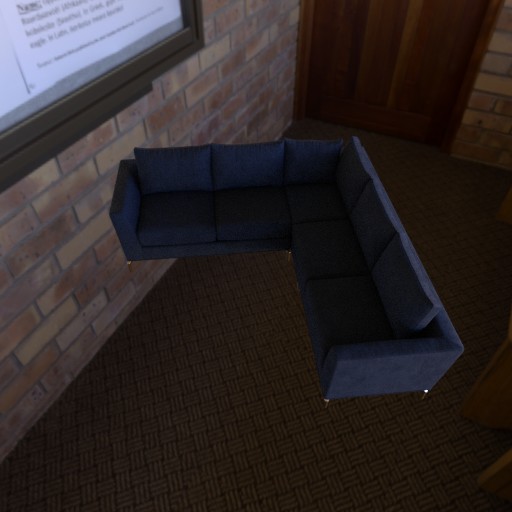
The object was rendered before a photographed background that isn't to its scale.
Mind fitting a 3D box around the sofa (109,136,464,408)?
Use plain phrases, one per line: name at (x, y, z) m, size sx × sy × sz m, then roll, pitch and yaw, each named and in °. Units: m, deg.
sofa at (0.000, 0.000, 3.807) m, size 2.472 × 0.988 × 2.463 m, roll -4°, pitch 45°, yaw -4°
